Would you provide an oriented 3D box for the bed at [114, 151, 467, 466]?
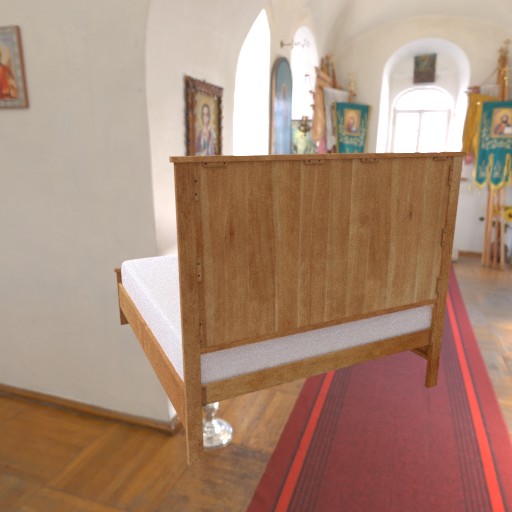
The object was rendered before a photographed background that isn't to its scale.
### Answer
[{"bbox_3d":[0.000,0.000,4.146,2.225,1.938,2.530,-7,16,-25],"label":"bed"}]
